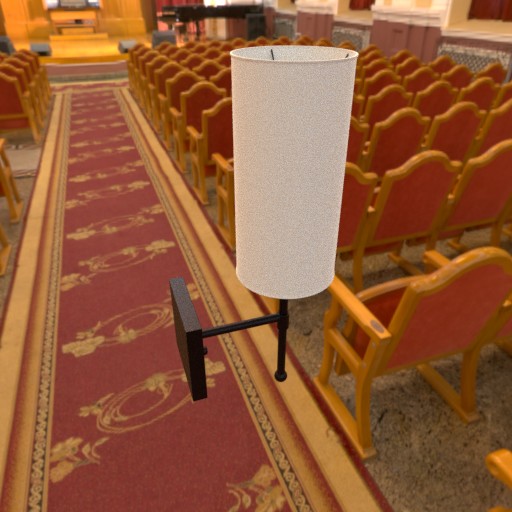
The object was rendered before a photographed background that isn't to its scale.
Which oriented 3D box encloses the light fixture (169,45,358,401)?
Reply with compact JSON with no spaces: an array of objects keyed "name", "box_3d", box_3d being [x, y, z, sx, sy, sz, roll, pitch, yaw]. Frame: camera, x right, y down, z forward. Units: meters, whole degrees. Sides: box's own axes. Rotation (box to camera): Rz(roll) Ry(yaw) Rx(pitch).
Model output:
[{"name":"light fixture","box_3d":[0.000,0.000,0.553,0.208,0.462,0.128,-10,32,-16]}]
